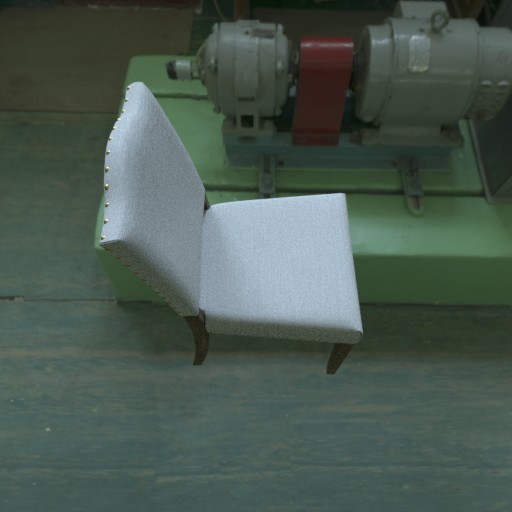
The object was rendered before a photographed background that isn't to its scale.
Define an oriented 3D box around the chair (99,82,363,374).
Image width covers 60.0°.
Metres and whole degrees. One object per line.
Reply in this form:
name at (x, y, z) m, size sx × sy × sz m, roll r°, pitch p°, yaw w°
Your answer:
chair at (0.000, 0.000, 1.358) m, size 0.620 × 1.020 × 0.508 m, roll -1°, pitch 62°, yaw 0°
